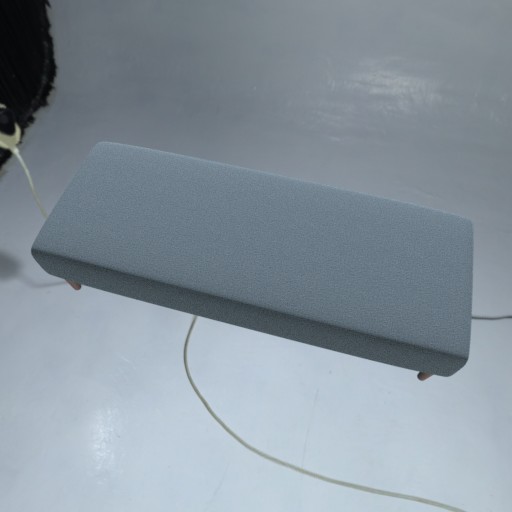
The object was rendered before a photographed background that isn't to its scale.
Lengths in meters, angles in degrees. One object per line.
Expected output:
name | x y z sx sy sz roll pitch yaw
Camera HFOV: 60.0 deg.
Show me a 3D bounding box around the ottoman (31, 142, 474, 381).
ottoman | 0.000 0.000 1.834 1.609 0.393 0.646 13 60 8
